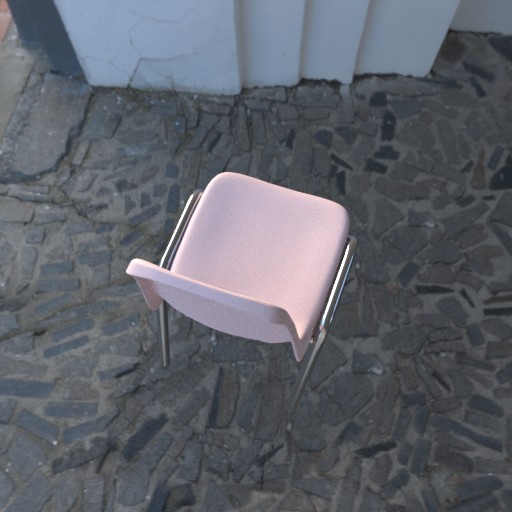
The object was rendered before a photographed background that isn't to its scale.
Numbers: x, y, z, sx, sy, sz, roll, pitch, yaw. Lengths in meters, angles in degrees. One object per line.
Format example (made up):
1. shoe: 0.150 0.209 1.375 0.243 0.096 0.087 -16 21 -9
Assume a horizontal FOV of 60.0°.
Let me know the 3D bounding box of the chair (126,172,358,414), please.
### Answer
1. chair: 0.000 0.000 0.839 0.354 0.586 0.423 18 65 9
